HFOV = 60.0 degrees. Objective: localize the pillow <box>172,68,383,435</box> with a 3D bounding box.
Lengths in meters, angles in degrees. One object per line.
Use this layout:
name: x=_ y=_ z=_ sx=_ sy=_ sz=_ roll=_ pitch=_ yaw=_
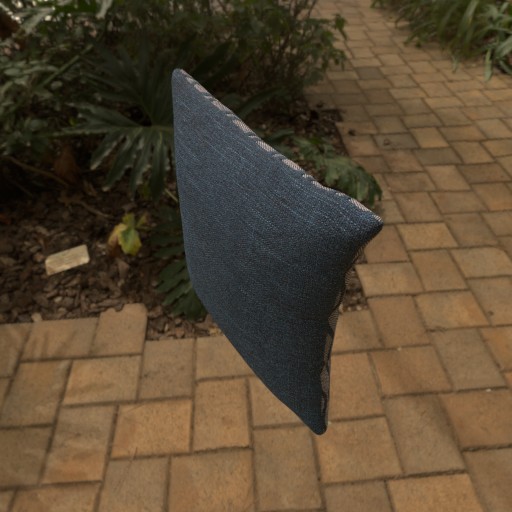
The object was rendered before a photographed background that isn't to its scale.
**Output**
pillow: x=0.000 y=0.000 z=0.675 sx=0.159 sy=0.435 sz=0.435 roll=-24 pitch=48 yaw=-24
